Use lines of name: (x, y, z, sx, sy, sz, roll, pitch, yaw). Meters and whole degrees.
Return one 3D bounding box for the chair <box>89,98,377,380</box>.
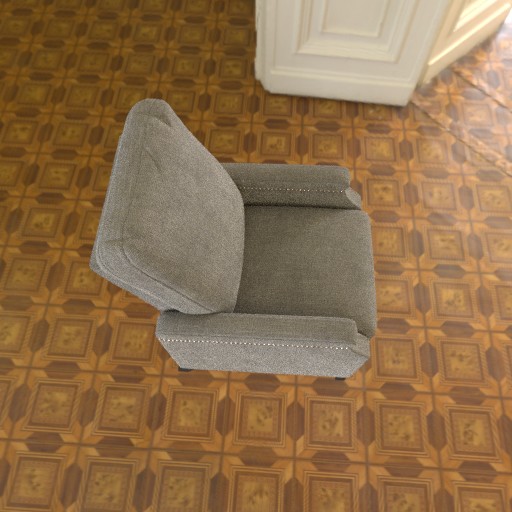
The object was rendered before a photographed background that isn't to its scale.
chair: (0.000, 0.000, 1.670, 0.922, 1.049, 0.710, 3, 64, 1)
